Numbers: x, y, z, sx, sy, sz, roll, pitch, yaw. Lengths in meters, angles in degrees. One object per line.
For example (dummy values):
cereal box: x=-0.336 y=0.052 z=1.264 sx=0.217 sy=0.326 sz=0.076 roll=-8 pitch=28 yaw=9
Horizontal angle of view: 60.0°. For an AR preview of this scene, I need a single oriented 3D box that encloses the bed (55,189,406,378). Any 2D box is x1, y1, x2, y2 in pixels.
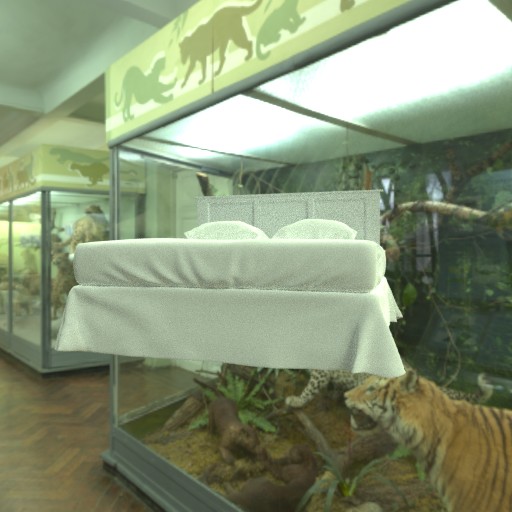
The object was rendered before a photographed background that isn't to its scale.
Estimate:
bed: x=0.000 y=0.000 z=3.609 sx=2.317 sy=1.273 sz=2.215 roll=0 pitch=1 yaw=17
